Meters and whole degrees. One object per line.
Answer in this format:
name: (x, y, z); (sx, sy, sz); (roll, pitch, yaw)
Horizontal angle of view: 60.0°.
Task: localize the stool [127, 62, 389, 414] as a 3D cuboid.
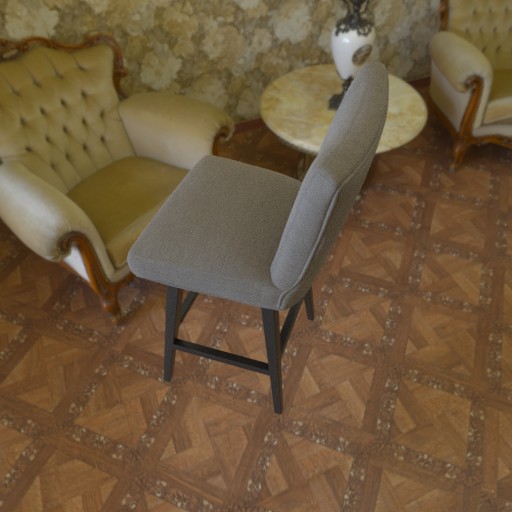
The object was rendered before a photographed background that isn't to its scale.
stool: (0.000, 0.000, 1.380); (0.574, 1.086, 0.514); (15, 49, 14)
